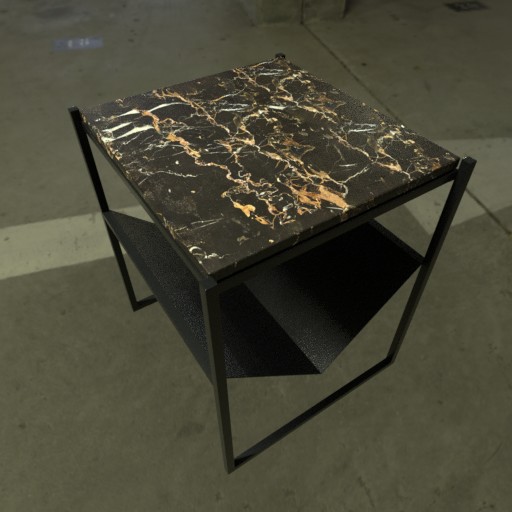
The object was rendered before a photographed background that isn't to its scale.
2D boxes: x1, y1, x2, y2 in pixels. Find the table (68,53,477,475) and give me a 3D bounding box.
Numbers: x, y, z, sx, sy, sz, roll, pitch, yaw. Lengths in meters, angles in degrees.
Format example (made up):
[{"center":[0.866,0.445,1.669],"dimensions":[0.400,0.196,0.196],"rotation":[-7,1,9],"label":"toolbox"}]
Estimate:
[{"center":[0.000,0.000,0.861],"dimensions":[0.432,0.534,0.469],"rotation":[-25,50,-23],"label":"table"}]
